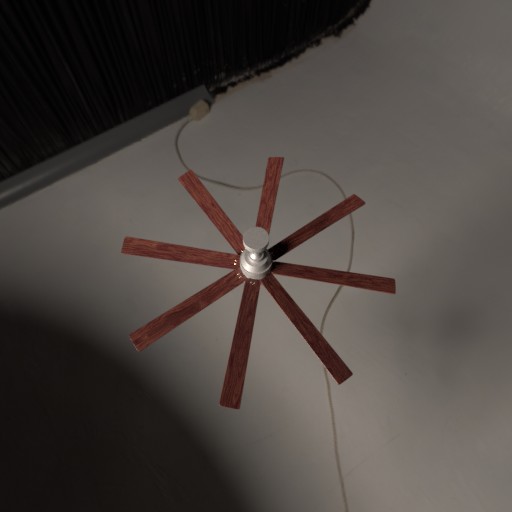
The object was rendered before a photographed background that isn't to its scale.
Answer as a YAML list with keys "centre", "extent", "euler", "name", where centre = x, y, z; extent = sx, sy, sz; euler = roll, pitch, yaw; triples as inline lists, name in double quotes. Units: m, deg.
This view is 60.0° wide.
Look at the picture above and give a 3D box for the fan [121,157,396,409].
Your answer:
- centre: [0.000, 0.000, 2.816]
  extent: [1.830, 0.472, 1.830]
  euler: [-32, 68, -15]
  name: "fan"
